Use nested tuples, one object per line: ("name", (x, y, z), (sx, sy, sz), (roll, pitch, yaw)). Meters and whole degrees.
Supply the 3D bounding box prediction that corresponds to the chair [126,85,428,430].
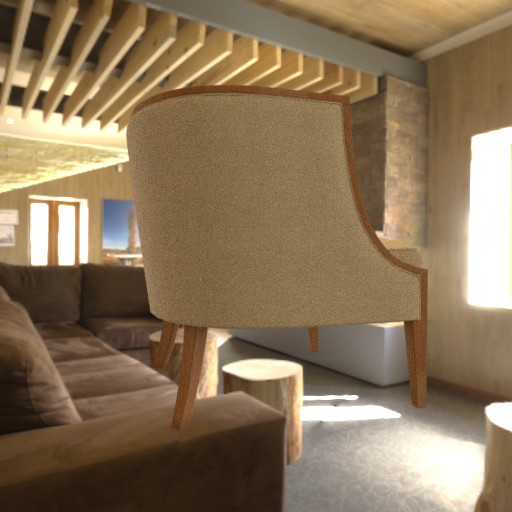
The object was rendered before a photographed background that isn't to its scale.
("chair", (0.000, 0.000, 1.353), (0.757, 0.775, 0.711), (0, 1, -17))
